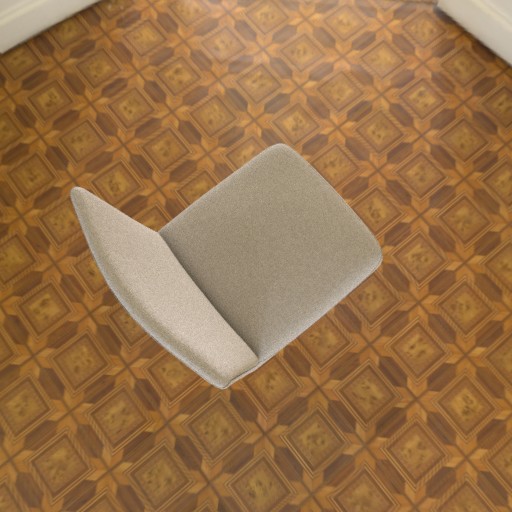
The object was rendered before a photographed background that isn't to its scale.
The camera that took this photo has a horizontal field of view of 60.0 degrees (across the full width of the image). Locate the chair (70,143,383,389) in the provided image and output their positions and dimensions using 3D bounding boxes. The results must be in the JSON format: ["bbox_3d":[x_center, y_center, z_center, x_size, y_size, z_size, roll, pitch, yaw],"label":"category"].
[{"bbox_3d":[0.000,0.000,1.157,0.570,0.859,0.456,-38,79,-9],"label":"chair"}]
